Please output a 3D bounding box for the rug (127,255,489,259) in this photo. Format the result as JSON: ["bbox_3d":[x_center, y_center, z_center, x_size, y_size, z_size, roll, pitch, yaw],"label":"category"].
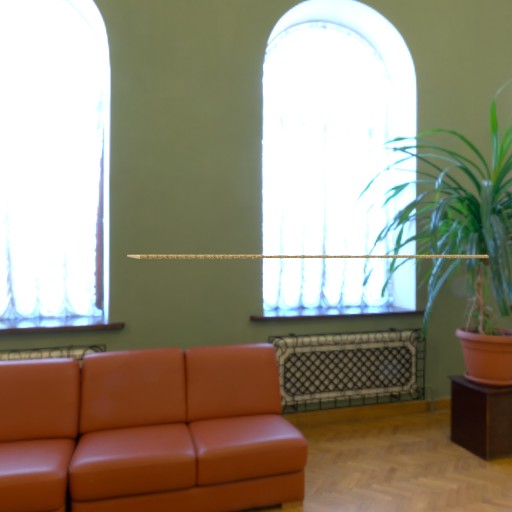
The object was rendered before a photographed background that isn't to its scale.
[{"bbox_3d":[0.000,0.000,2.780,1.509,0.013,2.144,0,0,-17],"label":"rug"}]
